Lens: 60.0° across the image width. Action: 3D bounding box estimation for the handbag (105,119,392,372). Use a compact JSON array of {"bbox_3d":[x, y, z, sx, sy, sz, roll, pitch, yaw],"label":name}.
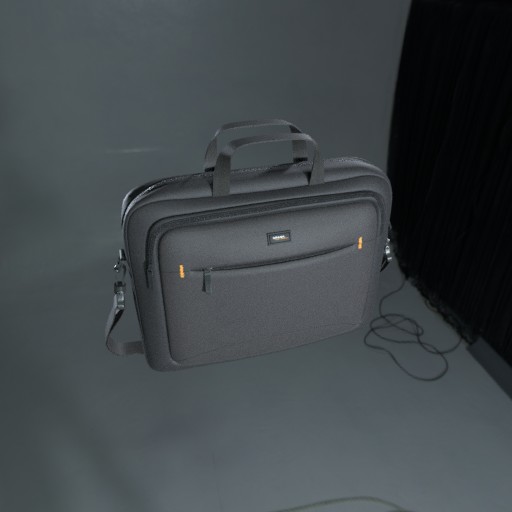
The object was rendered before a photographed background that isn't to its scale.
[{"bbox_3d":[0.000,0.000,0.592,0.429,0.330,0.126,-9,33,-14],"label":"handbag"}]
